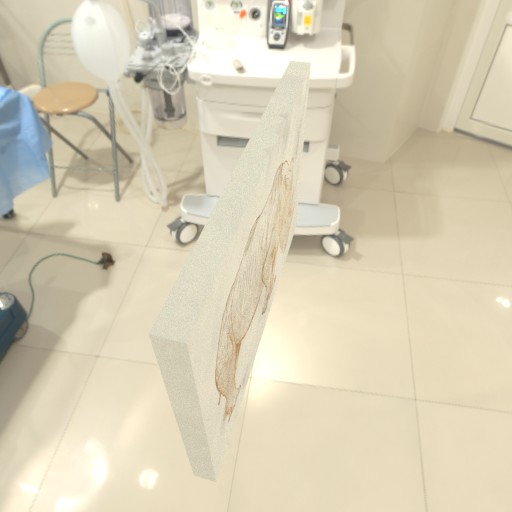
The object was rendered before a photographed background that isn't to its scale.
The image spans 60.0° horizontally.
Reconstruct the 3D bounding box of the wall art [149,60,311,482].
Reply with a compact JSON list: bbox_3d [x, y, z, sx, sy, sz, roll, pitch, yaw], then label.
[{"bbox_3d":[0.000,0.000,0.754,0.038,0.407,0.609,11,48,10],"label":"wall art"}]
